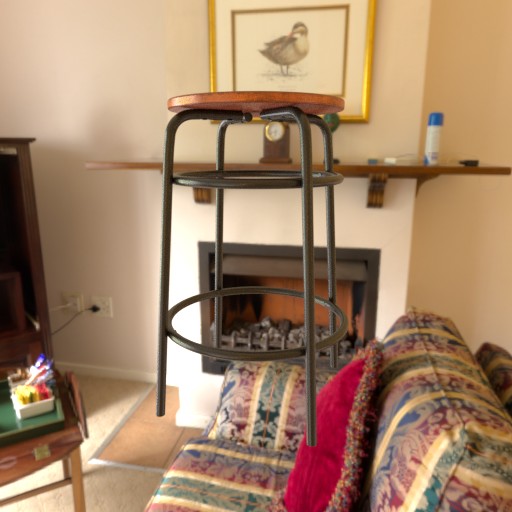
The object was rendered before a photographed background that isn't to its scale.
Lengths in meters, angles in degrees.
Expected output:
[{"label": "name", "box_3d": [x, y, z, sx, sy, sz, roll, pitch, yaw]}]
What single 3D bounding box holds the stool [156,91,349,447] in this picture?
[{"label": "stool", "box_3d": [0.000, 0.000, 0.924, 0.455, 0.610, 0.455, -7, 15, -27]}]
